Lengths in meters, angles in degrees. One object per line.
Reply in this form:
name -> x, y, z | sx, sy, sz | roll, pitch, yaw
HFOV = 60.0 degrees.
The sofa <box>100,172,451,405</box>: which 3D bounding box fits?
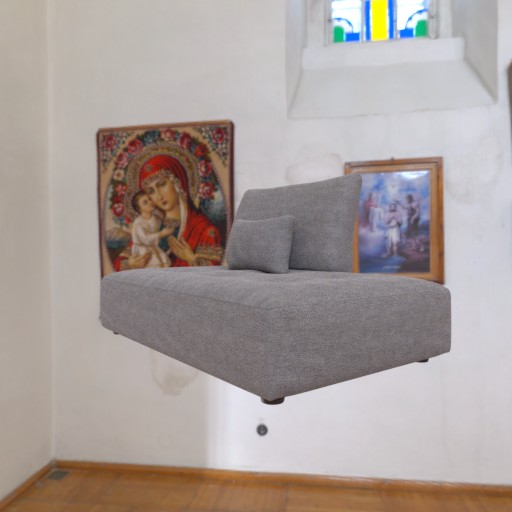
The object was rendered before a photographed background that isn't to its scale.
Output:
sofa -> 0.000, 0.000, 2.058 | 1.002, 0.820, 1.450 | -1, 2, -37
